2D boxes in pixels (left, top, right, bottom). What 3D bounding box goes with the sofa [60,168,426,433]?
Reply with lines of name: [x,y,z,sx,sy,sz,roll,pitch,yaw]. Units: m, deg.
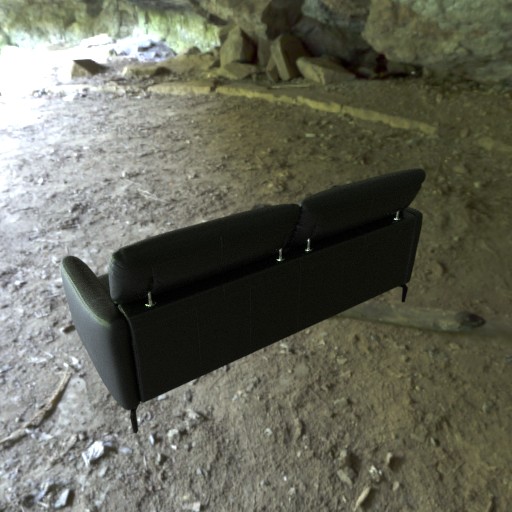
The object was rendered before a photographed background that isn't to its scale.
sofa: [0.000,0.000,2.625,2.069,0.957,0.856,-18,34,-29]
